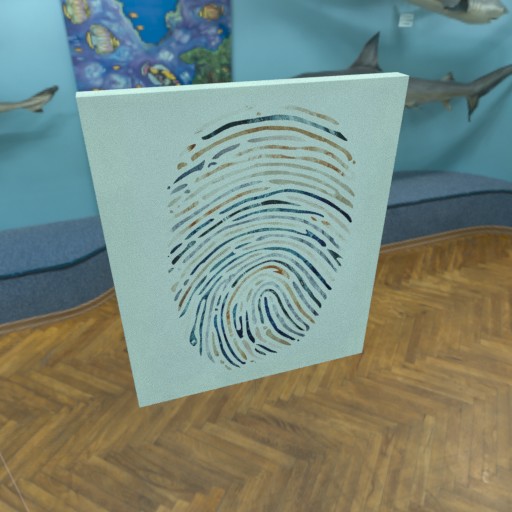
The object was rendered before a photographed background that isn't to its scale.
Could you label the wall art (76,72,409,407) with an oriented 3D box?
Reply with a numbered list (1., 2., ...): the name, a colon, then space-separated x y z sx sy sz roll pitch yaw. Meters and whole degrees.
1. wall art: 0.000 0.000 0.820 0.508 0.606 0.037 -10 33 -15
